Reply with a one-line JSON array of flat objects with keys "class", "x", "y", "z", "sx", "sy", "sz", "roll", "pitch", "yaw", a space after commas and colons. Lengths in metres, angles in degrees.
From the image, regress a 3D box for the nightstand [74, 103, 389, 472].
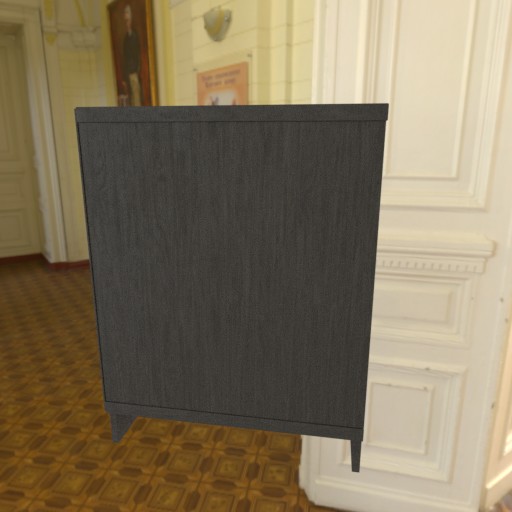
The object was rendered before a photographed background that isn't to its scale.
[{"class": "nightstand", "x": 0.000, "y": 0.000, "z": 0.736, "sx": 0.347, "sy": 0.448, "sz": 0.427, "roll": 3, "pitch": 15, "yaw": 10}]
